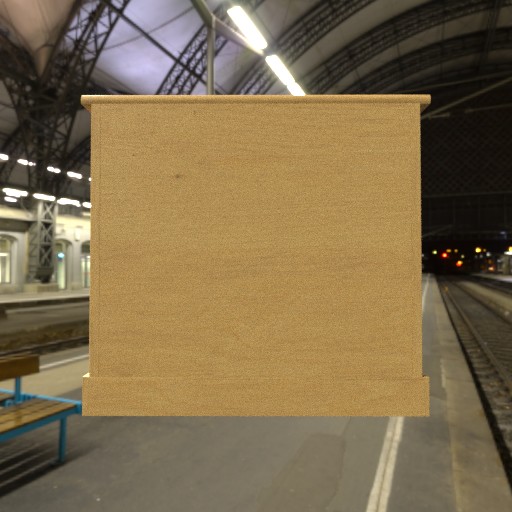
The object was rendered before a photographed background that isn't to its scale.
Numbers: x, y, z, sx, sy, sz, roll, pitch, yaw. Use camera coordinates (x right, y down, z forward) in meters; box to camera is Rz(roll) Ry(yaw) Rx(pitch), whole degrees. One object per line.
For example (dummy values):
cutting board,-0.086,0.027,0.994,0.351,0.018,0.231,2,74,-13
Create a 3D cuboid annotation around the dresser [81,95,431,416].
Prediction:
dresser,0.000,0.000,1.370,0.915,0.835,0.440,0,-1,0
